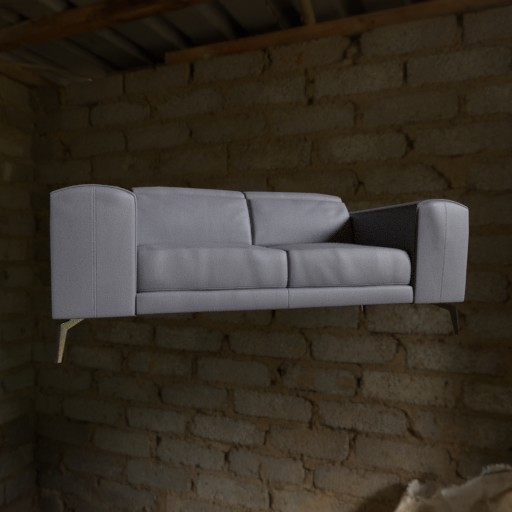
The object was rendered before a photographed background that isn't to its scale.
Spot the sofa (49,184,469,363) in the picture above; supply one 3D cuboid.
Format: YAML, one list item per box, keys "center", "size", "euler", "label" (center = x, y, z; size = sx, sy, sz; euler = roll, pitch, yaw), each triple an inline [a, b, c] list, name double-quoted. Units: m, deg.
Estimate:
- center: [0.000, 0.000, 2.333]
  size: [1.895, 0.779, 1.003]
  euler: [0, 1, -18]
  label: "sofa"
